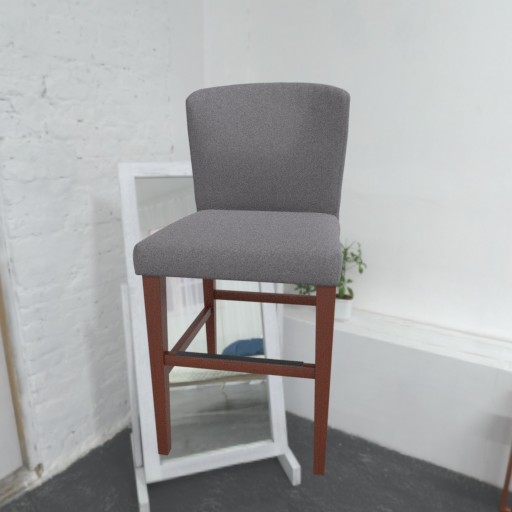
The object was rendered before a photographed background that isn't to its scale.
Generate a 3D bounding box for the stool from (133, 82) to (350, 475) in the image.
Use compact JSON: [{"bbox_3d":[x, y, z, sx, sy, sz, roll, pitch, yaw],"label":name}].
[{"bbox_3d":[0.000,0.000,1.247,0.481,0.968,0.568,3,16,10],"label":"stool"}]
